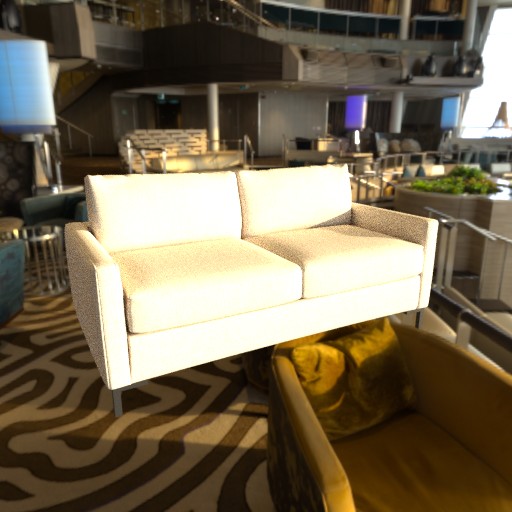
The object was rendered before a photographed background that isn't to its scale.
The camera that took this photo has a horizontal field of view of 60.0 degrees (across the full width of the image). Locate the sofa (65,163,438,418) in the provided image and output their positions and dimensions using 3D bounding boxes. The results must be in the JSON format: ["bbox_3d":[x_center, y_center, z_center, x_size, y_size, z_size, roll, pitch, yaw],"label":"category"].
[{"bbox_3d":[0.000,0.000,2.173,1.651,0.812,0.839,-9,18,-27],"label":"sofa"}]
